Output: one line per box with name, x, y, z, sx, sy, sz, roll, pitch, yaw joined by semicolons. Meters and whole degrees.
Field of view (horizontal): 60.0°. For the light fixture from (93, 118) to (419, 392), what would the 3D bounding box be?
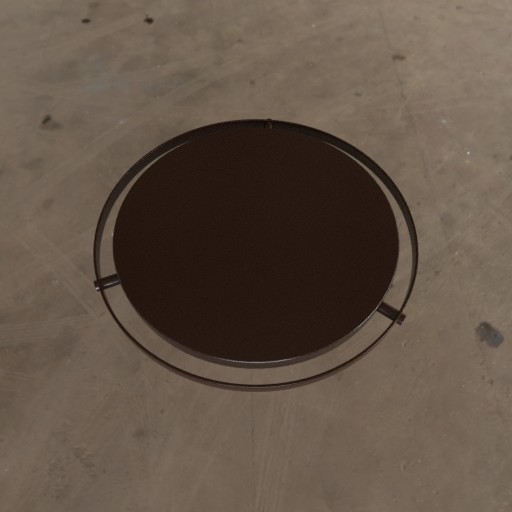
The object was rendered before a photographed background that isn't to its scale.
light fixture;0.000;0.000;0.551;0.361;0.130;0.361;0;58;0
